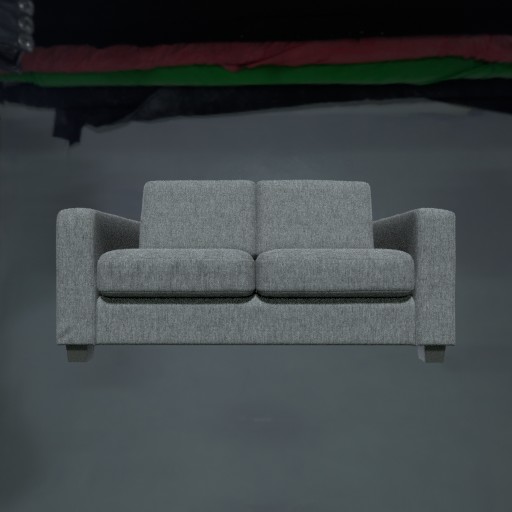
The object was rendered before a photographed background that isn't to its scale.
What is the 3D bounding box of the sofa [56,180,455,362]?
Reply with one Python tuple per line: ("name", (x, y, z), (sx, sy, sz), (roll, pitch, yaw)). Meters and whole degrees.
("sofa", (0.000, 0.000, 2.054), (1.520, 0.800, 0.900), (0, 0, 0))
